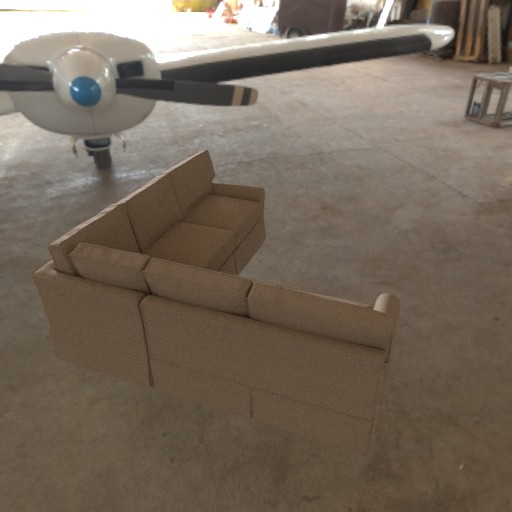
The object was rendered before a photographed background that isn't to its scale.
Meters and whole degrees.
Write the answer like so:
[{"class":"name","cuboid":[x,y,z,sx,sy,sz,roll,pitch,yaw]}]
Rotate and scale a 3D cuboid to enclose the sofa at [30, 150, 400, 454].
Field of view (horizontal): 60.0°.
[{"class":"sofa","cuboid":[0.000,0.000,4.239,2.730,1.124,2.733,11,33,17]}]
